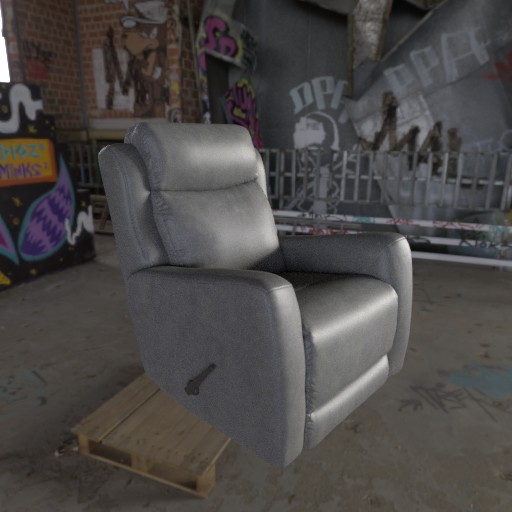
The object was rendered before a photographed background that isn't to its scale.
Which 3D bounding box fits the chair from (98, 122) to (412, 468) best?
[{"bbox_3d":[0.000,0.000,1.917,1.068,1.116,0.967,14,20,41],"label":"chair"}]
